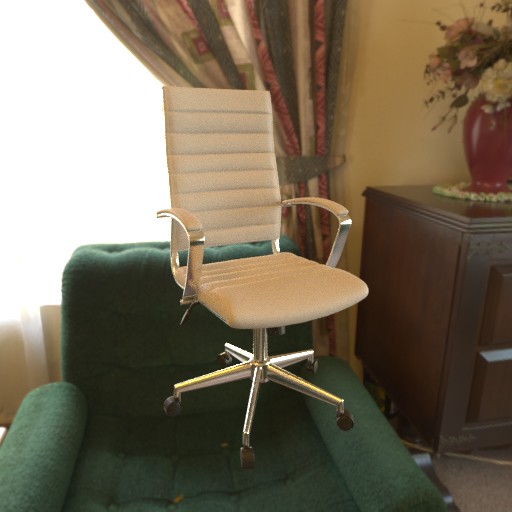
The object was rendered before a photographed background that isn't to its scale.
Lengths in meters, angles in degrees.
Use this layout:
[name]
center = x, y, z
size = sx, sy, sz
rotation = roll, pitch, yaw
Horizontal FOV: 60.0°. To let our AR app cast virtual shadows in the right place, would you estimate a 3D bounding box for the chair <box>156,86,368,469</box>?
[chair]
center = 0.000, 0.000, 1.554
size = 0.679, 1.149, 0.667
rotation = -8, 18, -27
